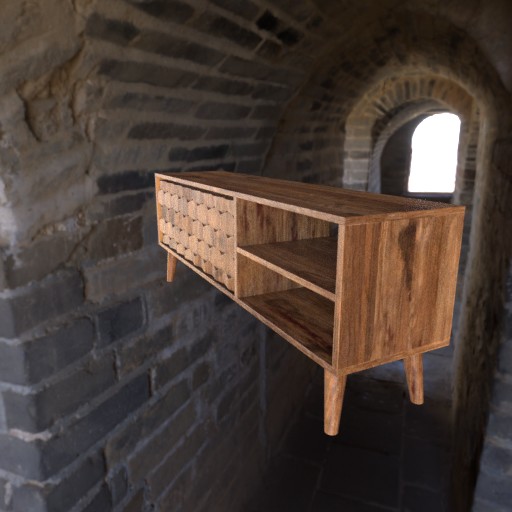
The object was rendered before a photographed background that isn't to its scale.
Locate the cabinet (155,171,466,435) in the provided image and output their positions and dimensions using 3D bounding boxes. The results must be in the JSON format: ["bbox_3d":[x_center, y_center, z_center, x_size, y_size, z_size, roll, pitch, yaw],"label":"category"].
[{"bbox_3d":[0.000,0.000,1.638,0.349,0.528,1.448,-7,16,-26],"label":"cabinet"}]
